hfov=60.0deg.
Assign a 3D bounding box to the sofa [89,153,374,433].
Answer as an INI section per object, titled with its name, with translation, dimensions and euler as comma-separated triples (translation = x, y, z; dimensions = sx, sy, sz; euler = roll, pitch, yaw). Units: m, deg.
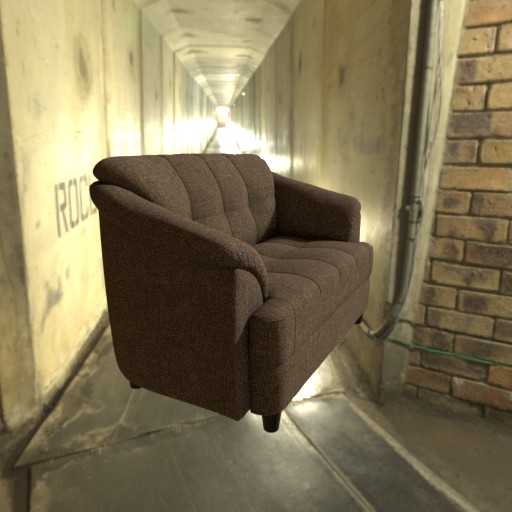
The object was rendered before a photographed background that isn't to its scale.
[sofa]
translation = 0.000, 0.000, 1.990
dimensions = 0.799, 0.895, 1.404
euler = 7, 15, 27
